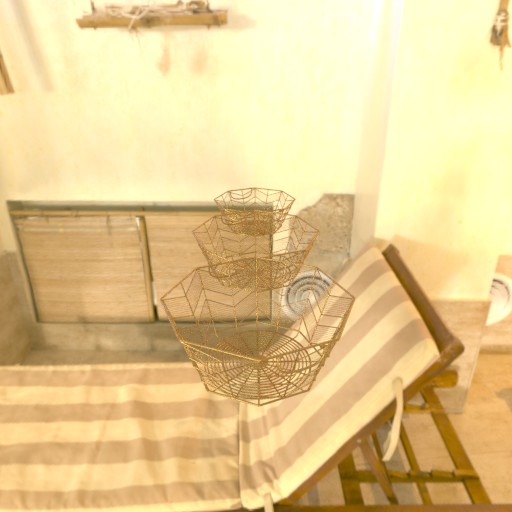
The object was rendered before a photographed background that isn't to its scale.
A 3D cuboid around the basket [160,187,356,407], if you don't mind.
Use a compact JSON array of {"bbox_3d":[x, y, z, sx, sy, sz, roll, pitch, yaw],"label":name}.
[{"bbox_3d":[0.000,0.000,1.384,0.432,0.178,1.245,0,25,-1],"label":"basket"}]
